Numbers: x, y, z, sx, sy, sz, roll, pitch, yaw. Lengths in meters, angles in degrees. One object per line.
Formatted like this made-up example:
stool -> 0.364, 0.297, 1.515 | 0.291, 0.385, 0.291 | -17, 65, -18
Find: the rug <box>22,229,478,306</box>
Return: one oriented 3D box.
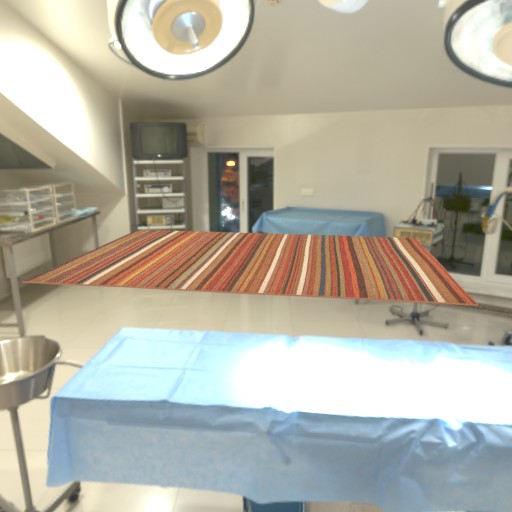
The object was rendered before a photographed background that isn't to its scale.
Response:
rug -> 0.000, 0.000, 2.322 | 1.828, 0.007, 1.217 | 2, 14, 9
